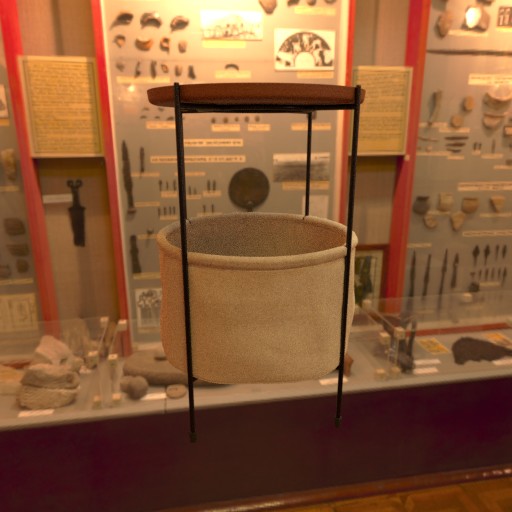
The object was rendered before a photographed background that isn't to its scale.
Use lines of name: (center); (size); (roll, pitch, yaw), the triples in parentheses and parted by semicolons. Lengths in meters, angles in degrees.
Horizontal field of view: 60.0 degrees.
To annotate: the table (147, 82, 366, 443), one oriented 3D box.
table: (0.000, 0.000, 0.890); (0.393, 0.623, 0.393); (-2, 17, -8)
